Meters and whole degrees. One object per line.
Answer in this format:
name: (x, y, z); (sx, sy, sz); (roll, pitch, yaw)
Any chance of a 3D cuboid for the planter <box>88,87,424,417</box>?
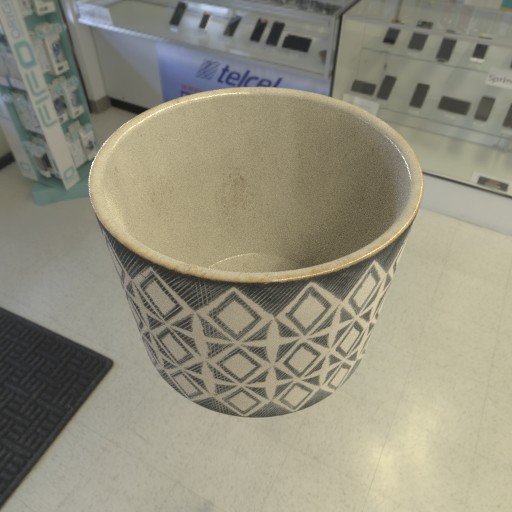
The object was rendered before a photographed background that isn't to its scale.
planter: (0.000, 0.000, 0.321); (0.192, 0.165, 0.192); (0, 46, 0)
